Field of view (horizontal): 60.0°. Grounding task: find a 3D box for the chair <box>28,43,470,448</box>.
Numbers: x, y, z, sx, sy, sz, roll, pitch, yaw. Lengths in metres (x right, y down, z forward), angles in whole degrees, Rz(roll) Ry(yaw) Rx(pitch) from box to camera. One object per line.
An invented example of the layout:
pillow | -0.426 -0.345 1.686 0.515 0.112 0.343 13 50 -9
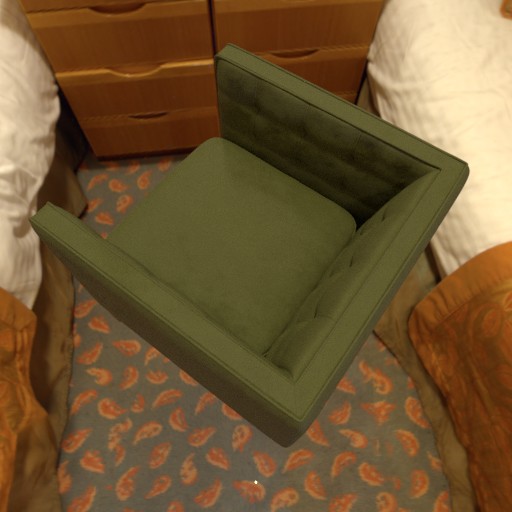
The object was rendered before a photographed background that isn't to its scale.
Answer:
chair | 0.000 0.000 1.527 0.894 0.790 0.880 33 68 16
